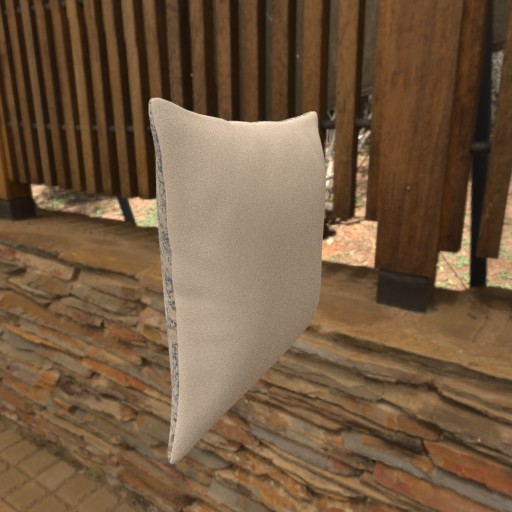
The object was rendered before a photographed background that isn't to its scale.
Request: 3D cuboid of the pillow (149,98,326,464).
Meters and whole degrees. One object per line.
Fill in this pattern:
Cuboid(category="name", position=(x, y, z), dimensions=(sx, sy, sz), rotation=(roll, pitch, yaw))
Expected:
Cuboid(category="pillow", position=(0.000, 0.000, 0.797), dimensions=(0.166, 0.510, 0.523), rotation=(9, 18, 27))
